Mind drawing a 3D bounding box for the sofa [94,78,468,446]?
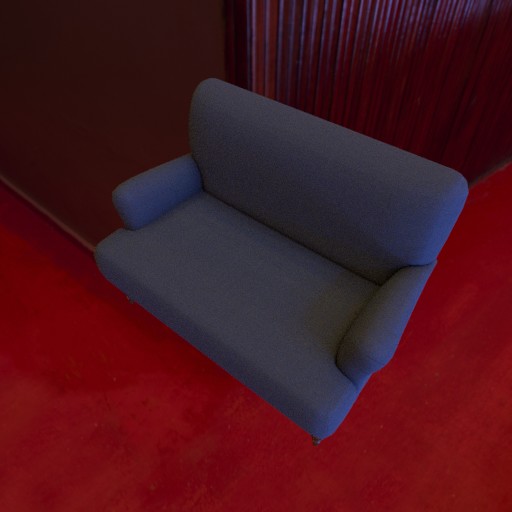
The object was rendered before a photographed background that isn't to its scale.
[{"bbox_3d":[0.000,0.000,1.778,1.297,0.889,0.779,31,53,26],"label":"sofa"}]
